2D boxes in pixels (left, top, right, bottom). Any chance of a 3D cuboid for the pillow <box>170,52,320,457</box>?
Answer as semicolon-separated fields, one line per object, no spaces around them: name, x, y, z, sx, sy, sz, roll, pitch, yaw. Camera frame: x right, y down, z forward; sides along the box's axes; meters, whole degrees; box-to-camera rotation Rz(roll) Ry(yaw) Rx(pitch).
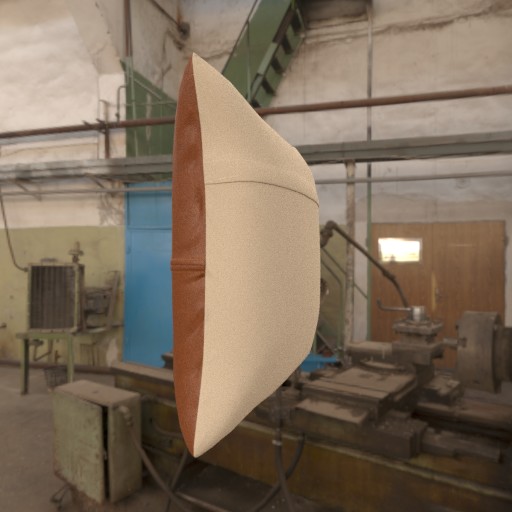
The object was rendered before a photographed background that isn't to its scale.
pillow;0.000;0.000;0.753;0.192;0.477;0.501;0;0;19
